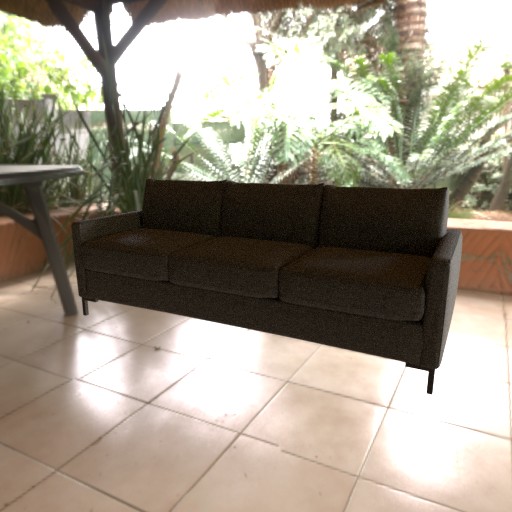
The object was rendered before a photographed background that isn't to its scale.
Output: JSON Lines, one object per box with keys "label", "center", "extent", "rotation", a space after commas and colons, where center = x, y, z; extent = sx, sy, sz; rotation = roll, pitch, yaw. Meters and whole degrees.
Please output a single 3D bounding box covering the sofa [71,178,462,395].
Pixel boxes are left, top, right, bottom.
{"label": "sofa", "center": [0.000, 0.000, 2.711], "extent": [2.253, 0.879, 0.876], "rotation": [7, 15, 26]}
